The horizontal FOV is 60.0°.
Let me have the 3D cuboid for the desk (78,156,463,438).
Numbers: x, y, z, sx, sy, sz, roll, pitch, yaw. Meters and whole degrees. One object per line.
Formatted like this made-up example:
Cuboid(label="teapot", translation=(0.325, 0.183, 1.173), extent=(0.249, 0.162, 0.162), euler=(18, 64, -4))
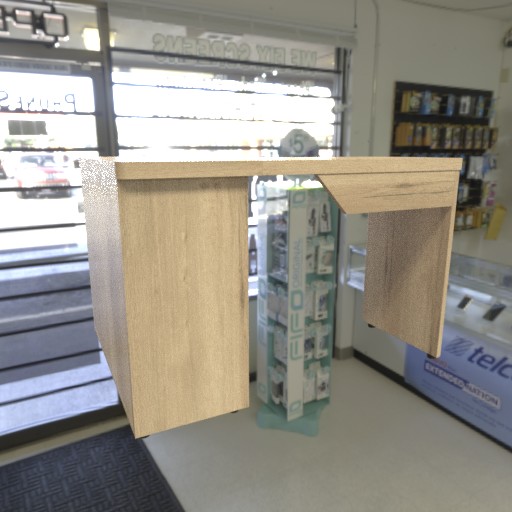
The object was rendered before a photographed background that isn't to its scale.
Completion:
Cuboid(label="desk", translation=(0.000, 0.000, 1.751), extent=(1.169, 0.760, 0.900), euler=(-7, 15, -26))
